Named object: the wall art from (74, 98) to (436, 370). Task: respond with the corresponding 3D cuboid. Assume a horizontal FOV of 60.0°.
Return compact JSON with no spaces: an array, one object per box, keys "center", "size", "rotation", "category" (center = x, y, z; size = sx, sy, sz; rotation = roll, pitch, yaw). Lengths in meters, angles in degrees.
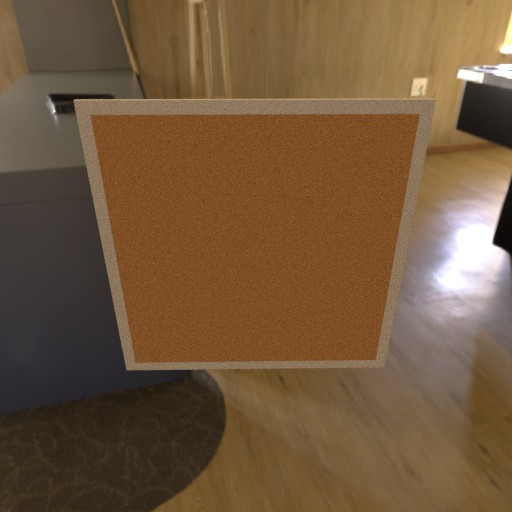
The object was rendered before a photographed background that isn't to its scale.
[{"center":[0.000,0.000,0.825],"size":[0.558,0.559,0.009],"rotation":[0,30,-1],"category":"wall art"}]
